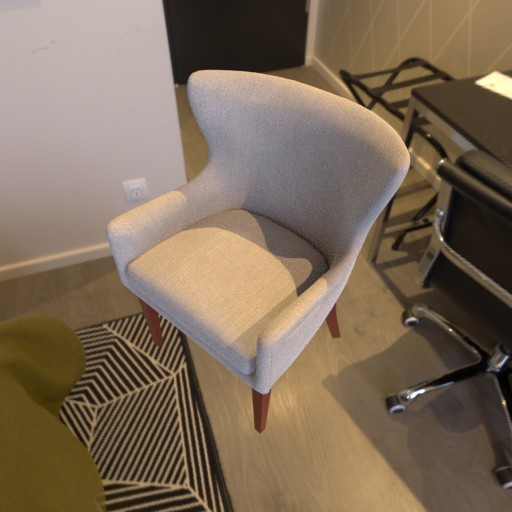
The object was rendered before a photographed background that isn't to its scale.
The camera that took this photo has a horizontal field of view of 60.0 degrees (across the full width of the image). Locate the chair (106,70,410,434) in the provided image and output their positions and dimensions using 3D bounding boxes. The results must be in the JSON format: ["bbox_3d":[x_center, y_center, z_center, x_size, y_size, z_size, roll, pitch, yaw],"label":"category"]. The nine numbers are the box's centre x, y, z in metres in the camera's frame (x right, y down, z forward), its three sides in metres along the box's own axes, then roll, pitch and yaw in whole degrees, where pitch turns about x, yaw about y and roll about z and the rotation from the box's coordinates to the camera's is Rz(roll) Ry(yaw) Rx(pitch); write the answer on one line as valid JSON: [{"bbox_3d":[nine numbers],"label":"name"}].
[{"bbox_3d":[0.000,0.000,1.466,0.732,0.948,0.677,32,55,26],"label":"chair"}]
